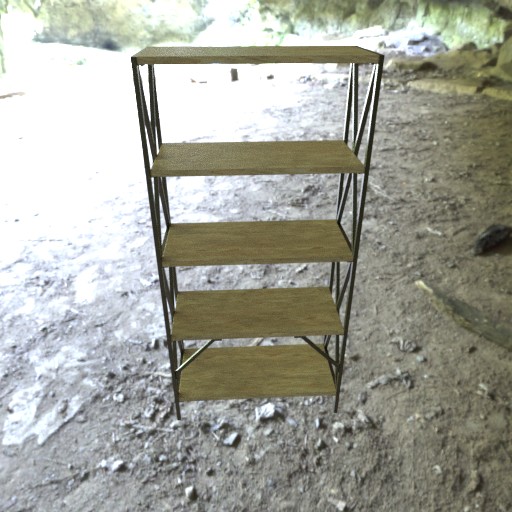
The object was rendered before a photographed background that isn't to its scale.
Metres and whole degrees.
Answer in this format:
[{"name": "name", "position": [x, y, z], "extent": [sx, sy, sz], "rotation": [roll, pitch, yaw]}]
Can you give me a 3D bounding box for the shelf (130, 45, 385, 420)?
[{"name": "shelf", "position": [0.000, 0.000, 2.135], "extent": [0.874, 1.803, 0.386], "rotation": [-2, 30, -3]}]
